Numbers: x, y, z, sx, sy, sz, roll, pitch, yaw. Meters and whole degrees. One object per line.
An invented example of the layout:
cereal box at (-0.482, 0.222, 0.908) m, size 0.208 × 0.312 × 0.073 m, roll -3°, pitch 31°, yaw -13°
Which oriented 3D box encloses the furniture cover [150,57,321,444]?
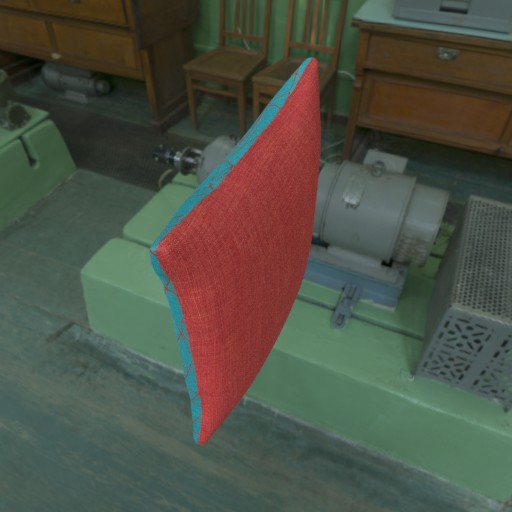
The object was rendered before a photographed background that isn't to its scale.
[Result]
furniture cover at (0.000, 0.000, 0.785) m, size 0.158 × 0.508 × 0.517 m, roll 17°, pitch 48°, yaw 16°
